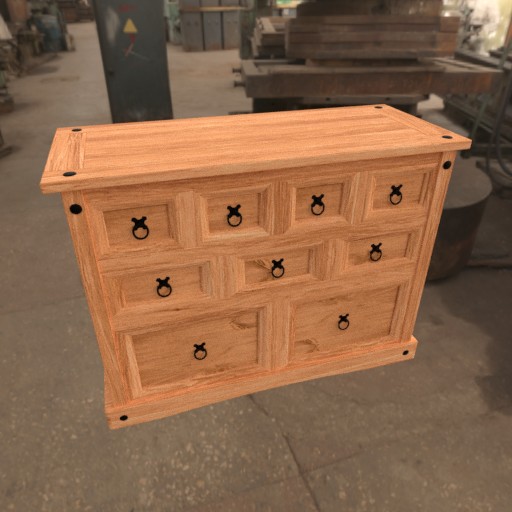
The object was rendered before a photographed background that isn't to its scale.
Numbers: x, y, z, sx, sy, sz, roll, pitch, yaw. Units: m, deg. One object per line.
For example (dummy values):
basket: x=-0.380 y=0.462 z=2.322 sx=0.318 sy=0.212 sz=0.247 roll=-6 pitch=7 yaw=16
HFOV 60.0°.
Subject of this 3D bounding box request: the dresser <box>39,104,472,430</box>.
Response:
dresser: x=0.000 y=0.000 z=1.328 sx=0.990 sy=0.740 sz=0.410 roll=-9 pitch=32 yaw=-14
